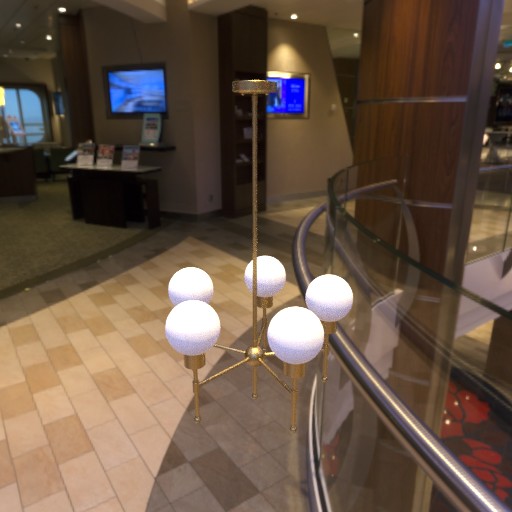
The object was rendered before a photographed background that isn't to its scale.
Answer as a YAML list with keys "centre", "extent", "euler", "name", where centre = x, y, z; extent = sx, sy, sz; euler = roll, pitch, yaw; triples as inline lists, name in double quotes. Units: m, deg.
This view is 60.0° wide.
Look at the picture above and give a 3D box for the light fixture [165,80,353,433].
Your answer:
- centre: [0.000, 0.000, 1.825]
  extent: [0.815, 1.331, 0.785]
  euler: [3, 18, 8]
  name: "light fixture"
